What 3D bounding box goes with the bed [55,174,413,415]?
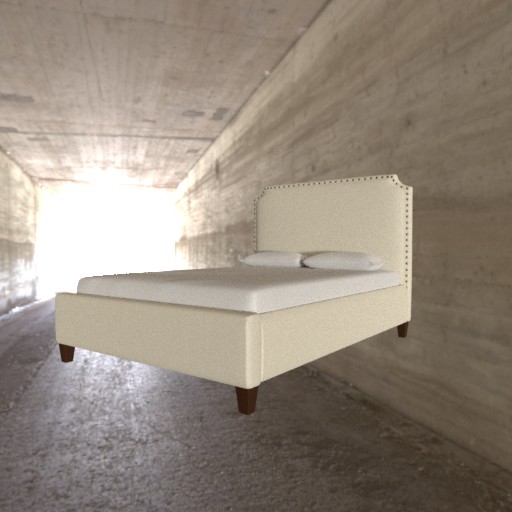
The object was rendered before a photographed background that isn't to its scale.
[{"bbox_3d":[0.000,0.000,3.474,1.712,1.443,2.372,1,1,37],"label":"bed"}]
